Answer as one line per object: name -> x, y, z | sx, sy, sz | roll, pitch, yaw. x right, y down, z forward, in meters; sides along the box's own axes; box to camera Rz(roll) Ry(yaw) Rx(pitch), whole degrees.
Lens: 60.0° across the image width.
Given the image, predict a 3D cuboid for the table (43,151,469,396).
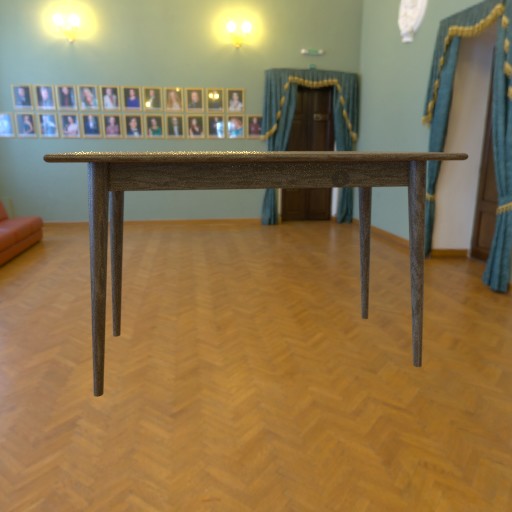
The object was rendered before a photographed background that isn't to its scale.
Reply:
table -> 0.000, 0.000, 1.711 | 1.300, 0.780, 0.599 | -2, 14, -10
